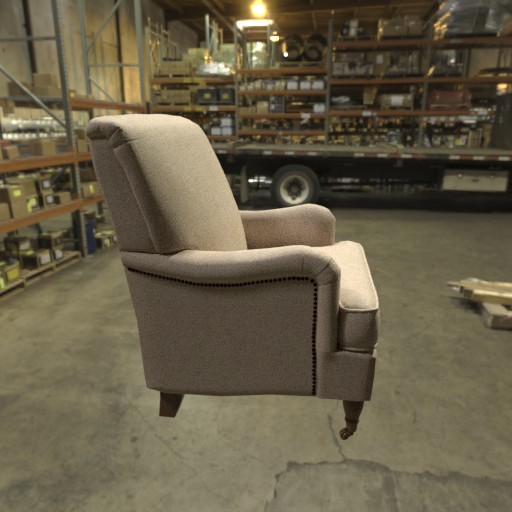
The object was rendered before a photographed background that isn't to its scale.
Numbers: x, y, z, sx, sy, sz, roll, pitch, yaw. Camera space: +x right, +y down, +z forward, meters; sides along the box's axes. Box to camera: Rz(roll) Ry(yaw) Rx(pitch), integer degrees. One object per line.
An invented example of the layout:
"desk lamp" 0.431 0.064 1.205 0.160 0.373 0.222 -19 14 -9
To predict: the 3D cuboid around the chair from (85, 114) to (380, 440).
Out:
"chair" 0.000 0.000 1.832 0.953 1.119 0.879 2 17 8
